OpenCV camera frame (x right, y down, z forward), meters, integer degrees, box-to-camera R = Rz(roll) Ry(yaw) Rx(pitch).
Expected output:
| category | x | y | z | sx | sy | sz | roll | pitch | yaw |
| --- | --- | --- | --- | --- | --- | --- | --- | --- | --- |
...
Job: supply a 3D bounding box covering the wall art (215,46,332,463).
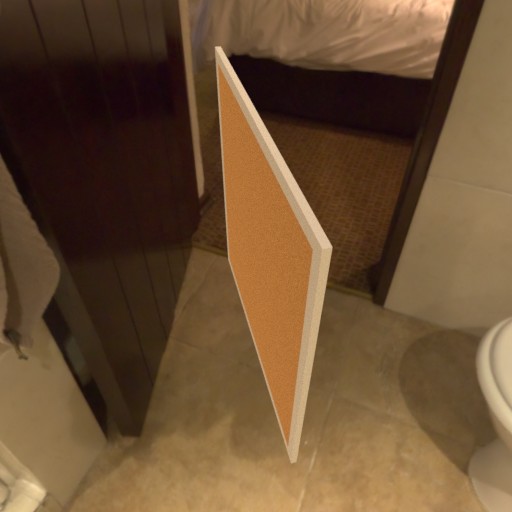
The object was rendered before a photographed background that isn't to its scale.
| category | x | y | z | sx | sy | sz | roll | pitch | yaw |
| --- | --- | --- | --- | --- | --- | --- | --- | --- | --- |
| wall art | 0.000 | 0.000 | 0.676 | 0.009 | 0.457 | 0.456 | -10 | 46 | -10 |
